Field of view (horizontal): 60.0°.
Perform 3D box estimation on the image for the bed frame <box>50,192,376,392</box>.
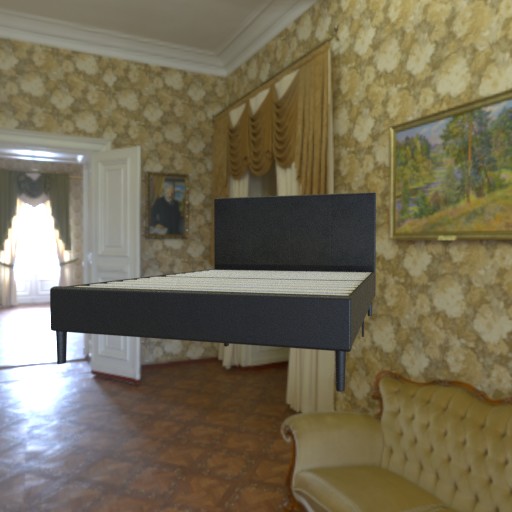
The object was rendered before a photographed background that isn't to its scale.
[{"bbox_3d":[0.000,0.000,2.996,1.469,1.046,2.152,0,1,18],"label":"bed frame"}]
